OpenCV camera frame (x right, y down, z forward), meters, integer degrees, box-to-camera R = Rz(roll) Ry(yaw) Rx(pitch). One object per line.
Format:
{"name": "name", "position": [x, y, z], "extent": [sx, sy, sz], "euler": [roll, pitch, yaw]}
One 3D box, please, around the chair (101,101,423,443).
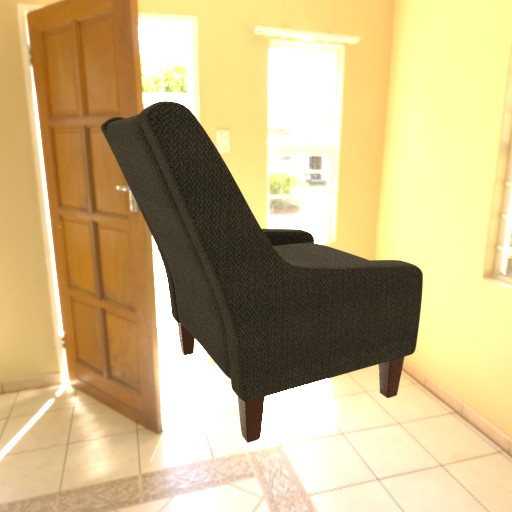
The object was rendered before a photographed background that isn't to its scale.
{"name": "chair", "position": [0.000, 0.000, 1.666], "extent": [0.944, 1.012, 0.793], "euler": [-7, 15, -25]}
